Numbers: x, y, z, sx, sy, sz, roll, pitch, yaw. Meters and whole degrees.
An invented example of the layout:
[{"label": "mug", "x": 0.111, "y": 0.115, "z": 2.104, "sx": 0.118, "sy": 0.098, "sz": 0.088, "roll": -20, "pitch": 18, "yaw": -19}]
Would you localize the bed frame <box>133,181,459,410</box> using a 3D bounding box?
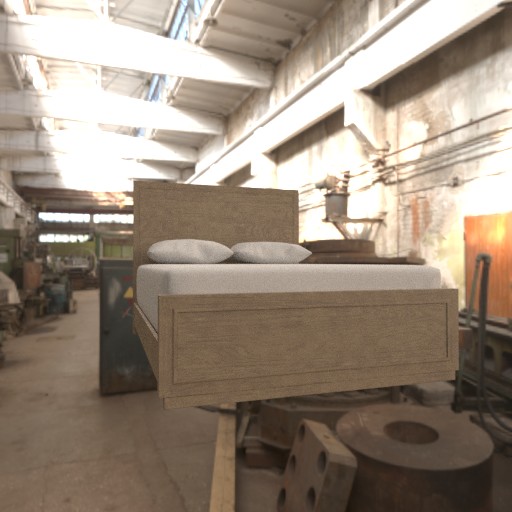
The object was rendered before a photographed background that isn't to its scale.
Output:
[{"label": "bed frame", "x": 0.000, "y": 0.000, "z": 3.205, "sx": 1.606, "sy": 1.369, "sz": 2.189, "roll": 0, "pitch": -1, "yaw": -18}]
